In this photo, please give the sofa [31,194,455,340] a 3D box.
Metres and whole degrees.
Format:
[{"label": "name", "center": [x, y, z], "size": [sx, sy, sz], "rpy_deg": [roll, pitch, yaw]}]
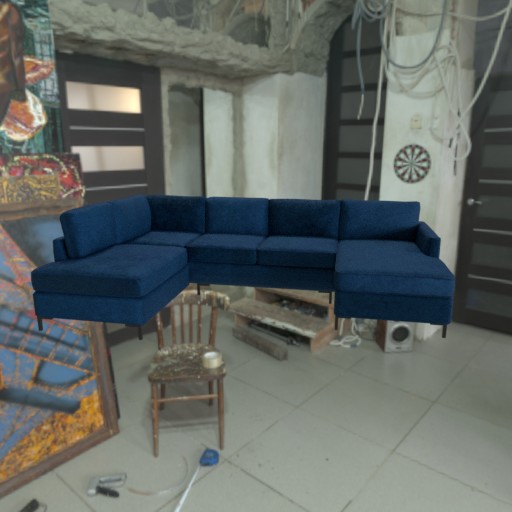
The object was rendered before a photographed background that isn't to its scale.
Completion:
[{"label": "sofa", "center": [0.000, 0.000, 4.293], "size": [3.434, 0.992, 2.055], "rpy_deg": [3, 14, 11]}]
